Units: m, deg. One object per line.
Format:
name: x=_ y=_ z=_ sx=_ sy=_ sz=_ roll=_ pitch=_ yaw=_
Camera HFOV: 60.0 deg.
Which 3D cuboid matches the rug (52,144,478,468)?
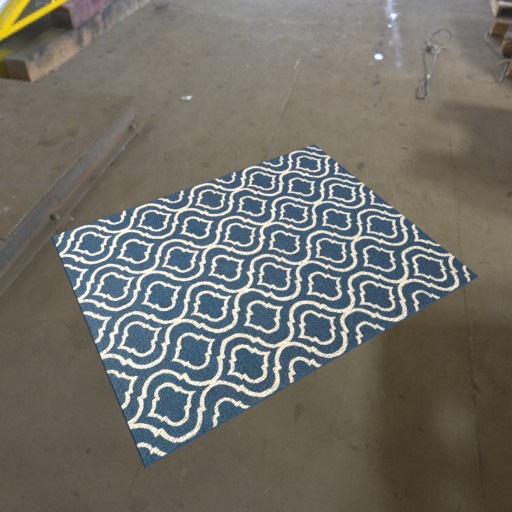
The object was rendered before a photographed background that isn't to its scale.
rug: x=0.000 y=0.000 z=3.778 sx=2.881 sy=0.020 sz=2.270 roll=-23 pitch=51 yaw=-21
